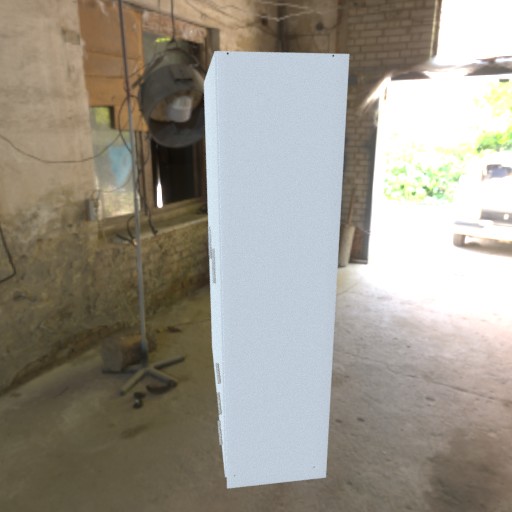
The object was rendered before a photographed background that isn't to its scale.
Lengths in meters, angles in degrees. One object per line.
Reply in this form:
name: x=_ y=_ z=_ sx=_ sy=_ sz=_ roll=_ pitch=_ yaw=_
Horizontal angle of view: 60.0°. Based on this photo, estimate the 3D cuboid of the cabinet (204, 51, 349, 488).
cabinet: x=0.000 y=0.000 z=2.480 sx=0.510 sy=1.910 sz=1.290 roll=-2 pitch=17 yaw=-8
